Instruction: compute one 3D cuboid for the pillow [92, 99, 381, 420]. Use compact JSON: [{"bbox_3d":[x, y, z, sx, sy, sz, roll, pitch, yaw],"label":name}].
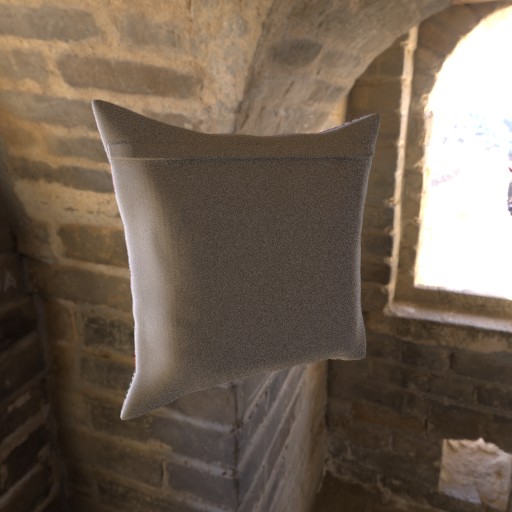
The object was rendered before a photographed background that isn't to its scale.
[{"bbox_3d":[0.000,0.000,0.711,0.463,0.454,0.160,-7,15,-26],"label":"pillow"}]
